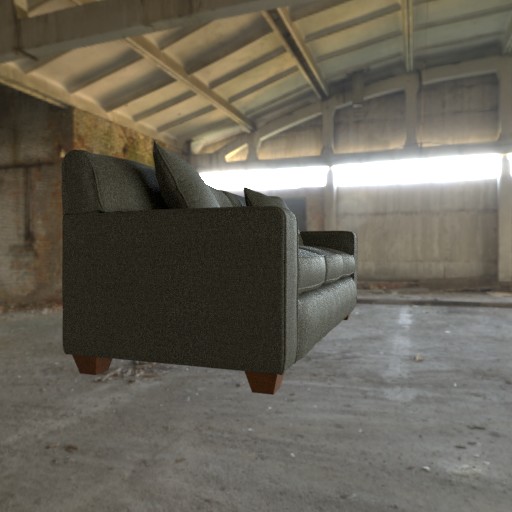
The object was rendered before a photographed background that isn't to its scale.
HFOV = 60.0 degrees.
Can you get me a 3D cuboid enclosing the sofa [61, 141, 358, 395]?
[{"bbox_3d":[0.000,0.000,2.584,0.997,0.958,2.024,0,0,20],"label":"sofa"}]
